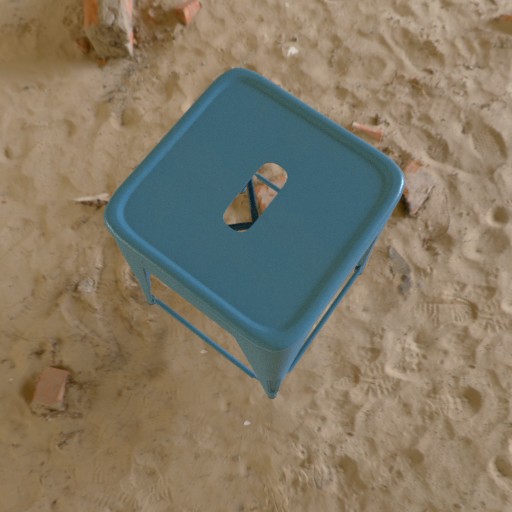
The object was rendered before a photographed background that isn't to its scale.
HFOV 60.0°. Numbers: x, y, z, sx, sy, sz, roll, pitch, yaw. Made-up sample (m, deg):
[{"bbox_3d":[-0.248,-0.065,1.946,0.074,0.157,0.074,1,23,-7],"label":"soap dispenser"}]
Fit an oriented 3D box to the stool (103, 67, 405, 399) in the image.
[{"bbox_3d":[0.000,0.000,0.869,0.410,0.608,0.410,36,78,9],"label":"stool"}]
